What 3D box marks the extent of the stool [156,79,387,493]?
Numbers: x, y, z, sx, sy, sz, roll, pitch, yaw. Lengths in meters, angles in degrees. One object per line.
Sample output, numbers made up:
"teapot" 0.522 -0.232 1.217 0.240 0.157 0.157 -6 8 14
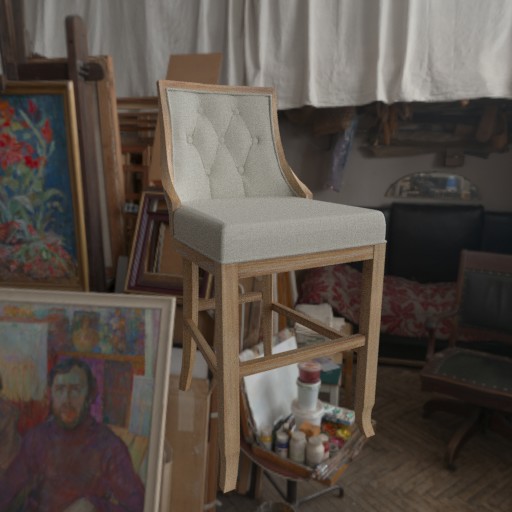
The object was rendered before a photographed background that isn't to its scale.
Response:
"stool" 0.000 0.000 1.427 0.524 1.101 0.626 -7 16 -27
